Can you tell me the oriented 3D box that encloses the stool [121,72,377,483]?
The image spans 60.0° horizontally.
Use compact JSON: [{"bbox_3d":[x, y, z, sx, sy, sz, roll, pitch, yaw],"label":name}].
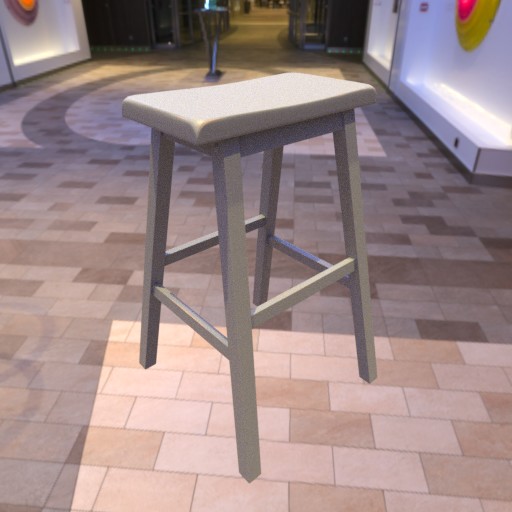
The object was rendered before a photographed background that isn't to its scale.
[{"bbox_3d":[0.000,0.000,1.036,0.457,0.737,0.476,-24,38,-35],"label":"stool"}]
